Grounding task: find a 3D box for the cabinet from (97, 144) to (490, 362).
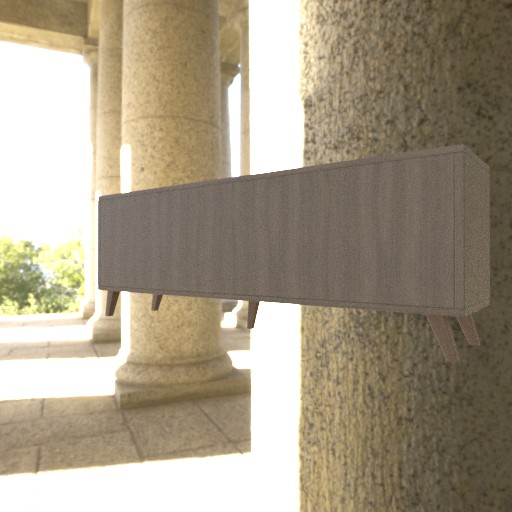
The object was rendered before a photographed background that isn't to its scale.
[{"bbox_3d":[0.000,0.000,2.410,2.198,0.779,0.499,0,0,37],"label":"cabinet"}]
